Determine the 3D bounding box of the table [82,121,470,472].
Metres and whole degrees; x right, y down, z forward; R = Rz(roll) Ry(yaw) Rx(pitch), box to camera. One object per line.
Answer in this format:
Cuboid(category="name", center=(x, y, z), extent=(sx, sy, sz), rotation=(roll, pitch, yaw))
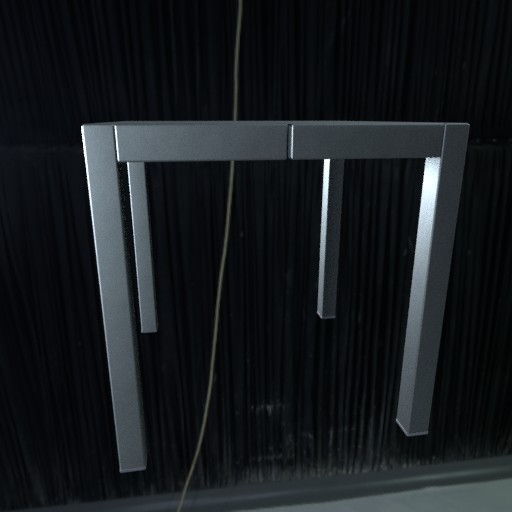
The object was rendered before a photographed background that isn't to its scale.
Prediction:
Cuboid(category="table", center=(0.000, 0.000, 0.877), extent=(0.508, 0.508, 0.508), rotation=(-3, 18, -9))
